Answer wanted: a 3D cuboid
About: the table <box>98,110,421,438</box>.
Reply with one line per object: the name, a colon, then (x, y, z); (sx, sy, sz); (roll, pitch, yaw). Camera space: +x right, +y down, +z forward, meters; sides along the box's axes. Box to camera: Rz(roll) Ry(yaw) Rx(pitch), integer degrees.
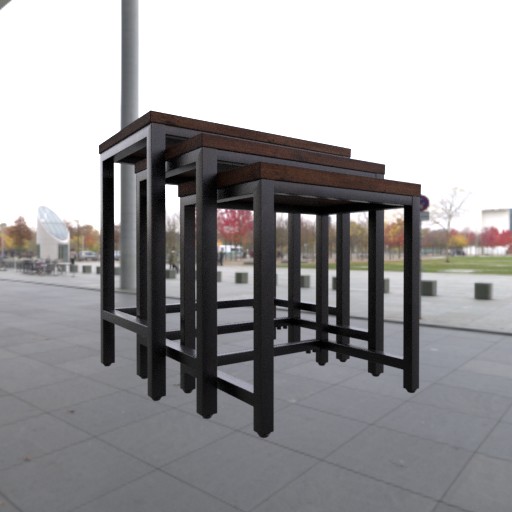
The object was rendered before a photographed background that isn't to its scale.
table: (0.000, 0.000, 1.143); (0.608, 0.616, 0.660); (0, 1, -35)
